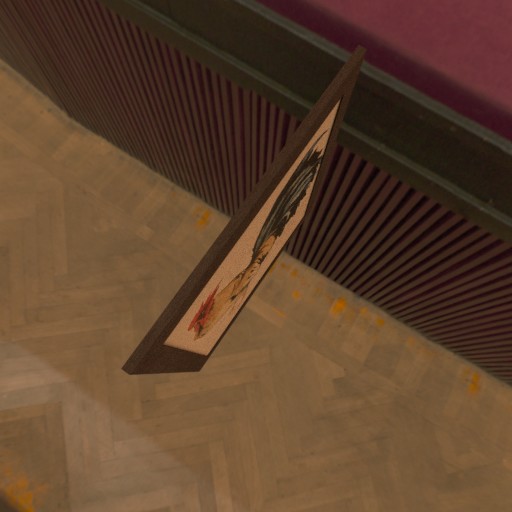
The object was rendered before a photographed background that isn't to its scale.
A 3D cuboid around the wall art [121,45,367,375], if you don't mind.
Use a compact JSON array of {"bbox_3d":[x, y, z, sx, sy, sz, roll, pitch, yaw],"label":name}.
[{"bbox_3d":[0.000,0.000,0.782,0.013,0.570,0.476,33,78,8],"label":"wall art"}]
